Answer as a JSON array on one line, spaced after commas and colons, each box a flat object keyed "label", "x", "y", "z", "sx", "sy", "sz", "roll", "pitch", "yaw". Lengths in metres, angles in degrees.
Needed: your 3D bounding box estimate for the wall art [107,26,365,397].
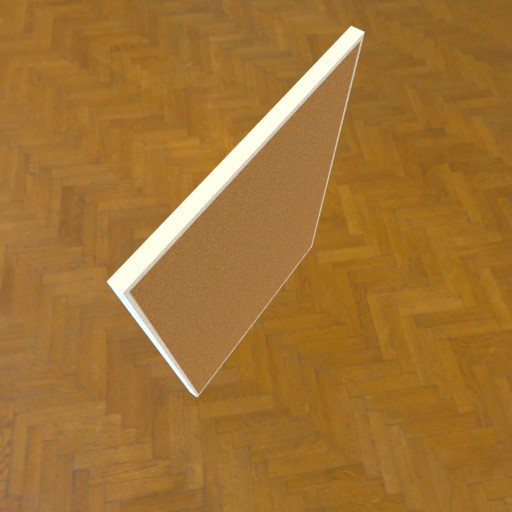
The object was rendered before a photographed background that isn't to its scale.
[{"label": "wall art", "x": 0.000, "y": 0.000, "z": 1.344, "sx": 0.039, "sy": 1.050, "sz": 0.795, "roll": 33, "pitch": 68, "yaw": 15}]
